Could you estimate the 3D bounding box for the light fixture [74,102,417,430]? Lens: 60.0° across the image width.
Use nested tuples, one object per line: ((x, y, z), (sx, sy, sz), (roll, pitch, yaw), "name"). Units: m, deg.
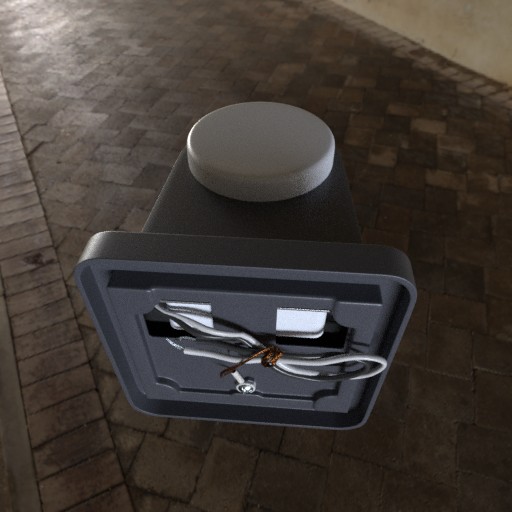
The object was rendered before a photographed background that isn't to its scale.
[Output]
((0.000, 0.000, 0.211), (0.109, 0.109, 0.132), (3, 46, 3), "light fixture")
